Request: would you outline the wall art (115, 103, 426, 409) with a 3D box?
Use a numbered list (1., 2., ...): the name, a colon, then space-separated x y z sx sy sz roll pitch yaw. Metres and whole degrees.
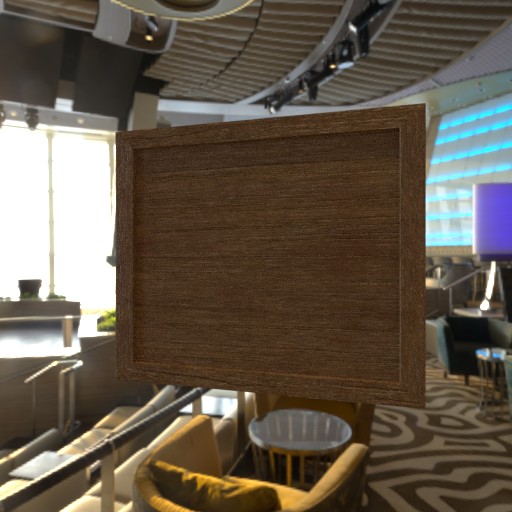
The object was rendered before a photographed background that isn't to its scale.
1. wall art: 0.000 0.000 0.964 0.690 0.588 0.026 0 0 17
